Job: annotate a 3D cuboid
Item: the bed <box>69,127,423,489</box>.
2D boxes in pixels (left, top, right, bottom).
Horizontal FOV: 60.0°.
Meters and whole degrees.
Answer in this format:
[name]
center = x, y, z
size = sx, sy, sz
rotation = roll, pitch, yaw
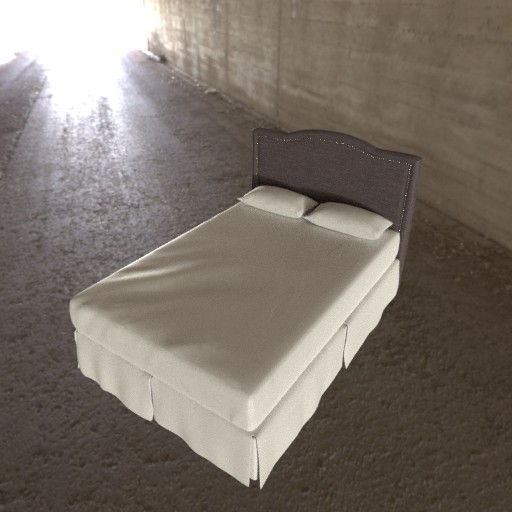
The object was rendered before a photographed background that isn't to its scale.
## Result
[bed]
center = 0.000, 0.000, 3.514
size = 1.741, 1.441, 2.507
rotation = 19, 36, 29
